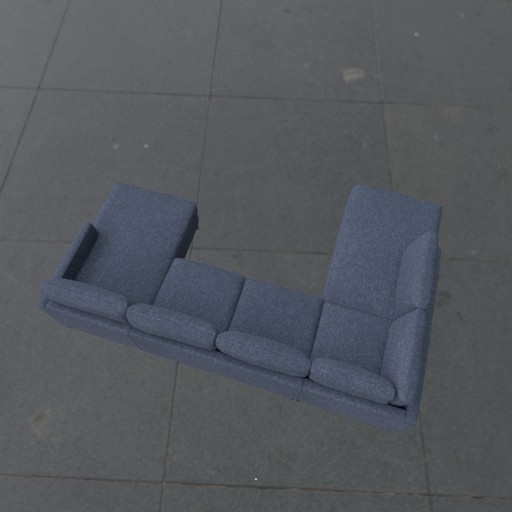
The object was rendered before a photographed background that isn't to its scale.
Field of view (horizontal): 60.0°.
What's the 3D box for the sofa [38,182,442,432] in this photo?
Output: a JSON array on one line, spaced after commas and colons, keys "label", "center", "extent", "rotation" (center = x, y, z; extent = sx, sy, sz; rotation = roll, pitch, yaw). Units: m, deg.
[{"label": "sofa", "center": [0.000, 0.000, 3.784], "extent": [2.956, 0.813, 2.007], "rotation": [16, 64, 8]}]
